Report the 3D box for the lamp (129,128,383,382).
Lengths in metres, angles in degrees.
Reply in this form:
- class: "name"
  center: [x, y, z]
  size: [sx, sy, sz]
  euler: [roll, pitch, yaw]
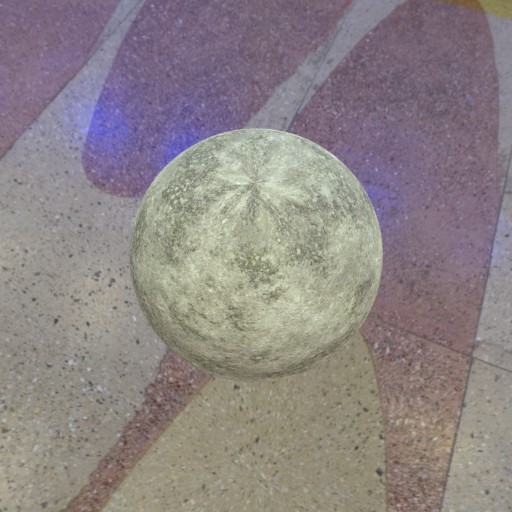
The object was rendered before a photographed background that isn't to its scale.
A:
- class: "lamp"
  center: [0.000, 0.000, 0.768]
  size: [0.422, 0.429, 0.422]
  euler: [0, 64, 0]
